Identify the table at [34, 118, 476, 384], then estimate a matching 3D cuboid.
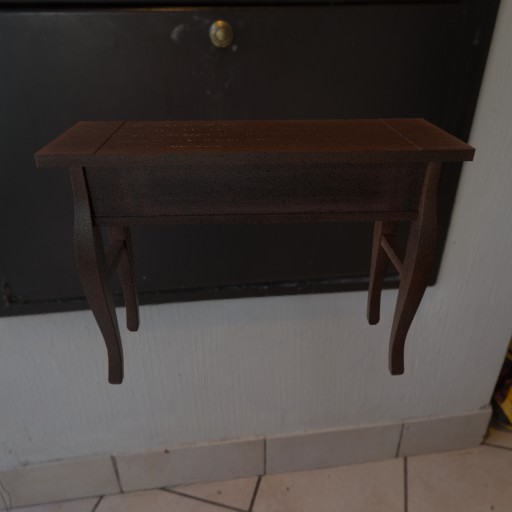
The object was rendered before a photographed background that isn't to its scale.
[{"bbox_3d":[0.000,0.000,1.404,1.062,0.768,0.373,-1,29,-2],"label":"table"}]
